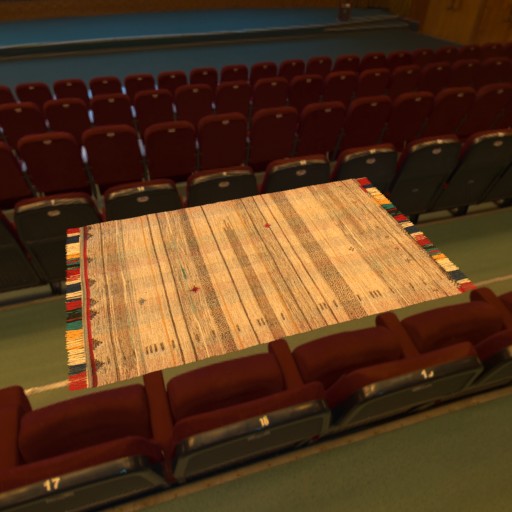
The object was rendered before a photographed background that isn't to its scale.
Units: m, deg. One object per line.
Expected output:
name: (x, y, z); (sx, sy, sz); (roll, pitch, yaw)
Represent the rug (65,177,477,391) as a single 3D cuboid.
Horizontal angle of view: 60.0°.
rug: (0.000, 0.000, 3.004); (2.465, 0.012, 1.465); (-12, 41, -14)
